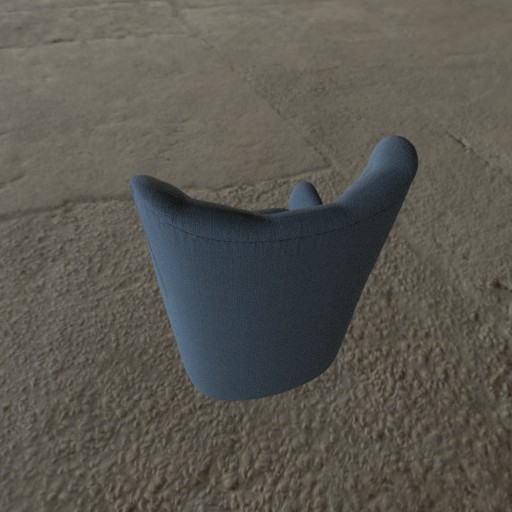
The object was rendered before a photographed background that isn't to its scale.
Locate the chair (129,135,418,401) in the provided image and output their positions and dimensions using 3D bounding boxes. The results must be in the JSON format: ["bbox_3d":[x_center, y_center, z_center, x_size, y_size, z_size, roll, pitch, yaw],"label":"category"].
[{"bbox_3d":[0.000,0.000,1.741,0.831,1.079,0.930,-12,41,-14],"label":"chair"}]
